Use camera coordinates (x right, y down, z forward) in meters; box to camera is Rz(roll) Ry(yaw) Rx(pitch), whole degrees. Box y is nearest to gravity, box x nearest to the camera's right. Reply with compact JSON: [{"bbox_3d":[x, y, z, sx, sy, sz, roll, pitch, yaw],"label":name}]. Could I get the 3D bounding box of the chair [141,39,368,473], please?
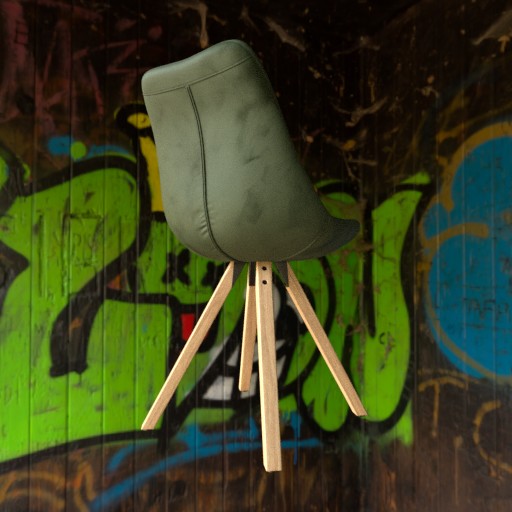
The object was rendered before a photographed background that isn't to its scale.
[{"bbox_3d":[0.000,0.000,1.165,0.483,0.865,0.547,-1,-1,36],"label":"chair"}]
